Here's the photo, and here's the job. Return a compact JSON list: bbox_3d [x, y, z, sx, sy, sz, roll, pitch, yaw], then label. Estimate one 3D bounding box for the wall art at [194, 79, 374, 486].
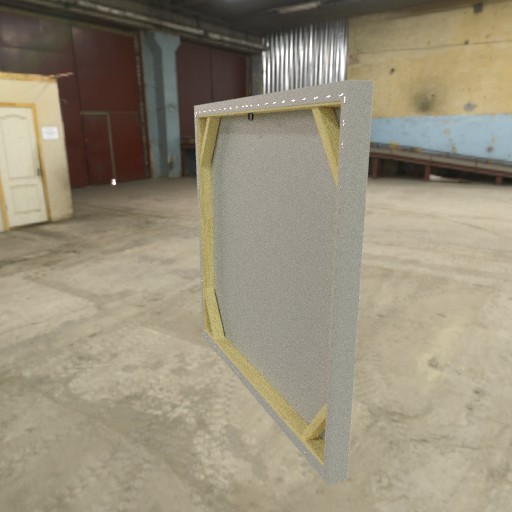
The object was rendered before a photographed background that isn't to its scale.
[{"bbox_3d":[0.000,0.000,0.902,0.038,0.610,0.610,-7,17,-25],"label":"wall art"}]
